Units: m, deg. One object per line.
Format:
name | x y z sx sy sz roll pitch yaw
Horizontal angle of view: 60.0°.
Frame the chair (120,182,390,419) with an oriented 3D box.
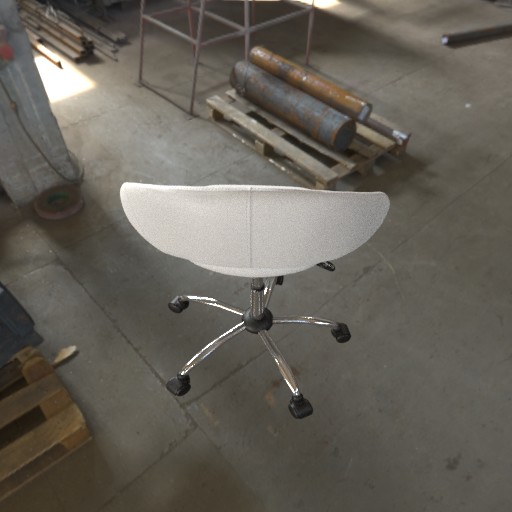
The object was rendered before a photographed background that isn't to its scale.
chair | 0.000 0.000 1.159 0.612 0.791 0.538 2 47 2
